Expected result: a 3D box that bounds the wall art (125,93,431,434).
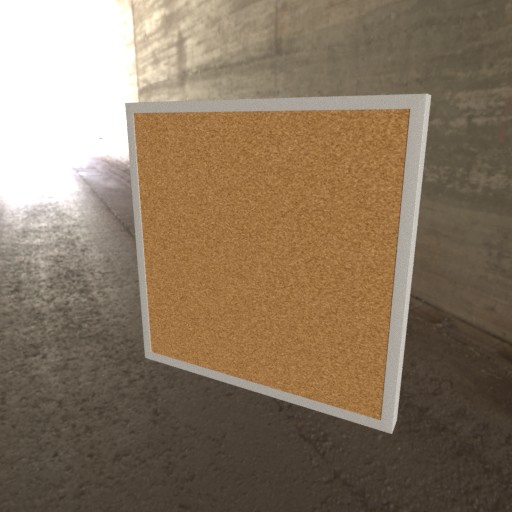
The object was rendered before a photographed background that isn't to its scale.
[{"bbox_3d":[0.000,0.000,0.758,0.506,0.505,0.038,9,19,27],"label":"wall art"}]
